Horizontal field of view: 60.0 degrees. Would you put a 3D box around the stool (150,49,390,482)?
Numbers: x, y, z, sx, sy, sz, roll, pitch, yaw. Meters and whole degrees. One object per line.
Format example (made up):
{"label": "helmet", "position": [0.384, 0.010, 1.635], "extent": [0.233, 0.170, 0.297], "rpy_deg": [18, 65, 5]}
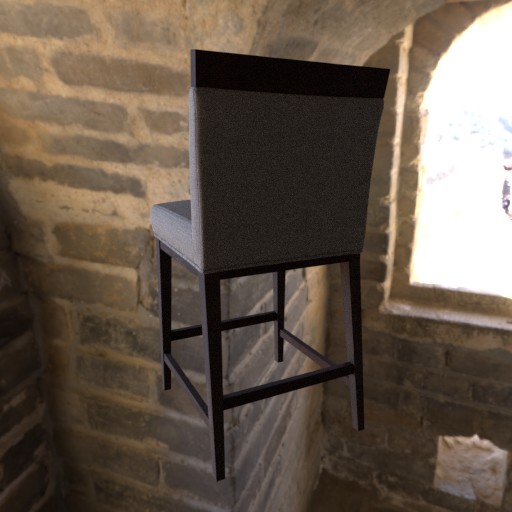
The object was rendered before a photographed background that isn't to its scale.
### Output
{"label": "stool", "position": [0.000, 0.000, 1.306], "extent": [0.512, 1.009, 0.531], "rpy_deg": [-7, 15, -26]}
